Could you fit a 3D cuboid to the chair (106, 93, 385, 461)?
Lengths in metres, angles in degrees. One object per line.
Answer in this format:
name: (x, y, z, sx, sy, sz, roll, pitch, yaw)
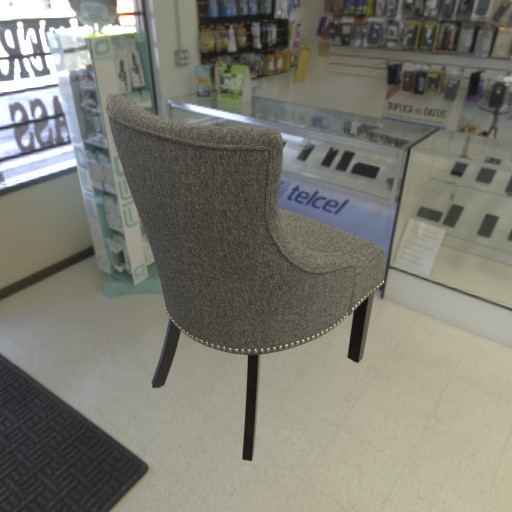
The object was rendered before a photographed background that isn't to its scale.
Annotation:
chair: (0.000, 0.000, 1.280, 0.566, 0.909, 0.629, 24, 39, 34)
